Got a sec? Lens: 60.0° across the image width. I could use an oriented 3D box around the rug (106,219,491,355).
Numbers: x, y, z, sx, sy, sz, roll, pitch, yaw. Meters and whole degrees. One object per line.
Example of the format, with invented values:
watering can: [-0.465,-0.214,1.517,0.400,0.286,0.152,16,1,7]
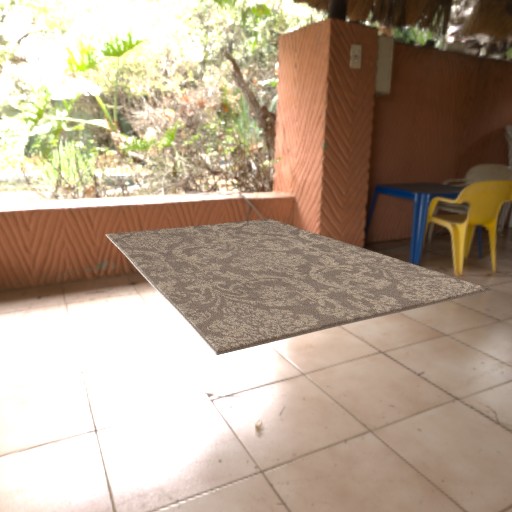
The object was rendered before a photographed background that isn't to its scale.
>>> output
rug: [0.000,0.000,2.308,1.206,0.012,1.824,-8,17,-27]
